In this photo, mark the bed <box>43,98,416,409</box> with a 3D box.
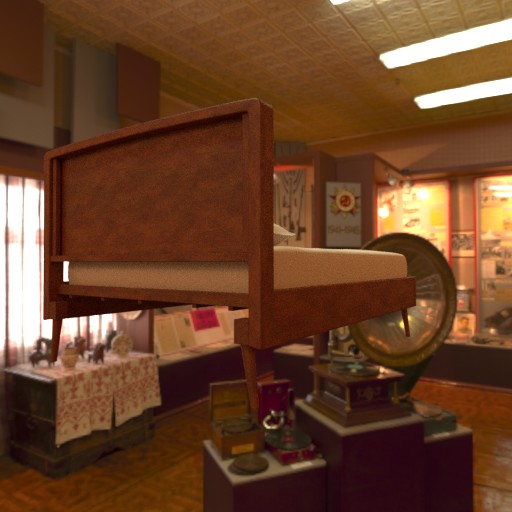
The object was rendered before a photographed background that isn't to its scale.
[{"bbox_3d":[0.000,0.000,3.106,1.587,1.275,2.196,-1,-1,35],"label":"bed"}]
